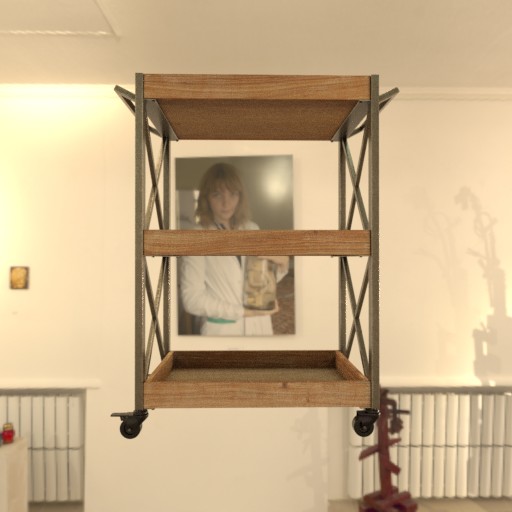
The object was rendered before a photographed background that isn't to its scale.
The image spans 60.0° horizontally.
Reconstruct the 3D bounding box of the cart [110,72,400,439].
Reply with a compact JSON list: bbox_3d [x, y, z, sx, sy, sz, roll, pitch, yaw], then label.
[{"bbox_3d":[0.000,0.000,1.197,0.673,0.835,0.377,0,0,-1],"label":"cart"}]
